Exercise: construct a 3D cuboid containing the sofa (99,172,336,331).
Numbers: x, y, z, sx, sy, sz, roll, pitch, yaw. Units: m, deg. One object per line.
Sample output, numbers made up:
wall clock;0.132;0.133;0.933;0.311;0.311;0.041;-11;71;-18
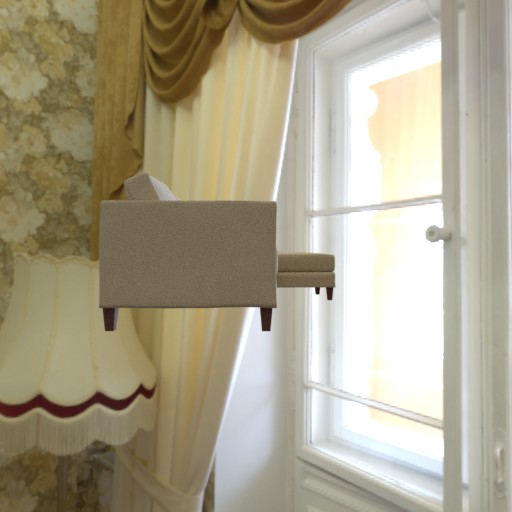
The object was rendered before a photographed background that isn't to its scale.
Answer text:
sofa;0.000;0.000;3.876;1.625;0.861;3.186;0;-1;0
